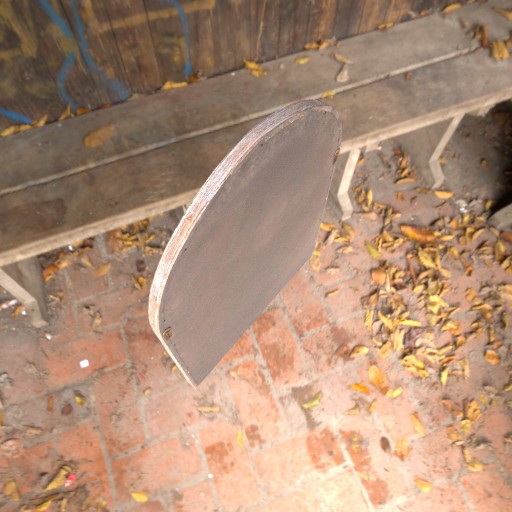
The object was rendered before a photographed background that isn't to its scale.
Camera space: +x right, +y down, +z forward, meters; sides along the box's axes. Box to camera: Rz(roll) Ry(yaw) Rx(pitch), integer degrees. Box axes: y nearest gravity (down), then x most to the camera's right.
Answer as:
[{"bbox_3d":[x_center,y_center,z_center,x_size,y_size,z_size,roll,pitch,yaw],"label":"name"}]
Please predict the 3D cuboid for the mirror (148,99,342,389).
[{"bbox_3d":[0.000,0.000,1.181,0.032,0.920,0.660,36,69,17],"label":"mirror"}]
